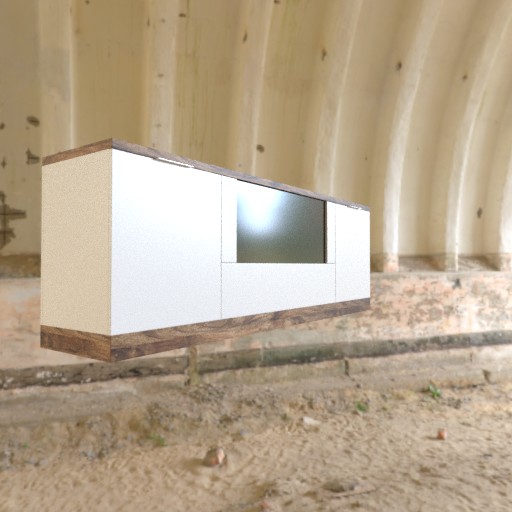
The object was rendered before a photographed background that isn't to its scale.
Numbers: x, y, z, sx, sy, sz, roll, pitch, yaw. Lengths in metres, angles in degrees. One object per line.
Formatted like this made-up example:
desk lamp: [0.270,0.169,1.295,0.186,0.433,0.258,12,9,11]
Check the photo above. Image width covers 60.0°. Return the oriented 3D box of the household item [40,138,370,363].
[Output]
household item: [0.000,0.000,2.037,0.390,0.615,1.800,-1,-1,37]
